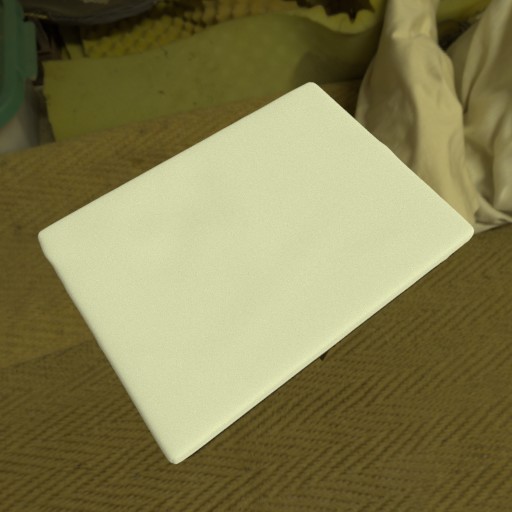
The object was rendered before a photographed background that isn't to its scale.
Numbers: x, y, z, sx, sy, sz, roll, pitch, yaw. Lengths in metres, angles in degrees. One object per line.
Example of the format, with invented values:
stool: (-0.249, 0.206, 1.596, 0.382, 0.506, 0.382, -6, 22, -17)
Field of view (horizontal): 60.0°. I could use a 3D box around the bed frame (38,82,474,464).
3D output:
bed frame: (0.000, 0.000, 2.561, 1.905, 0.637, 1.372, -33, 68, -15)
